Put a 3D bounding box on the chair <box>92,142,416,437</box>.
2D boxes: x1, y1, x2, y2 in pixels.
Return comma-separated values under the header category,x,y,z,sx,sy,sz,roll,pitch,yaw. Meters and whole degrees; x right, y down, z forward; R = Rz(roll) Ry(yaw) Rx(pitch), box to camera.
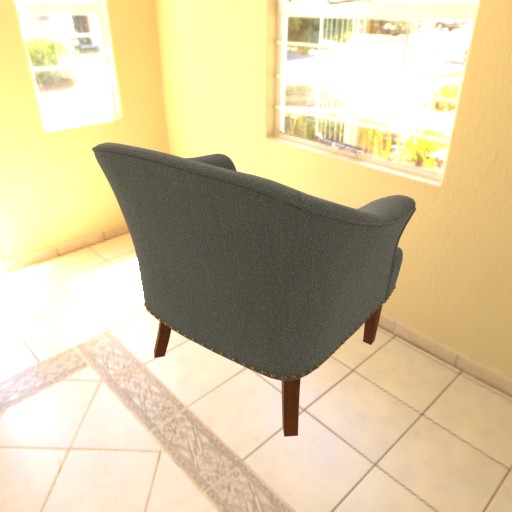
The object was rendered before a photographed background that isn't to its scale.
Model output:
category,x,y,z,sx,sy,sz,roll,pitch,yaw
chair,0.000,0.000,1.400,0.798,0.815,0.704,21,36,32
